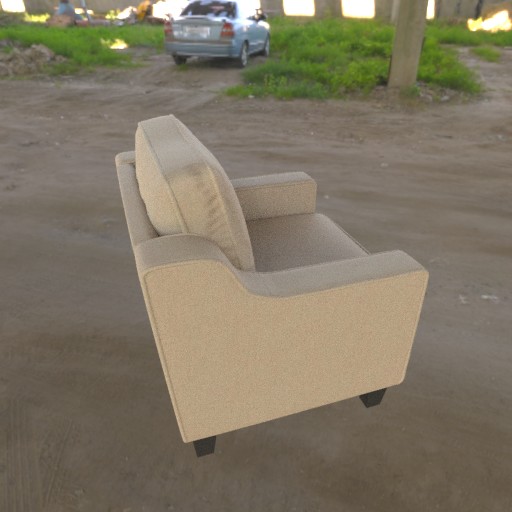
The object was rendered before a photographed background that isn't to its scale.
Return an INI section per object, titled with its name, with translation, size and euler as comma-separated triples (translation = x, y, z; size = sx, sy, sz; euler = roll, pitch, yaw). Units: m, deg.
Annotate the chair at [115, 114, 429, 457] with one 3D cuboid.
[chair]
translation = 0.000, 0.000, 1.653
size = 0.882, 0.948, 0.922
euler = -10, 32, -16
